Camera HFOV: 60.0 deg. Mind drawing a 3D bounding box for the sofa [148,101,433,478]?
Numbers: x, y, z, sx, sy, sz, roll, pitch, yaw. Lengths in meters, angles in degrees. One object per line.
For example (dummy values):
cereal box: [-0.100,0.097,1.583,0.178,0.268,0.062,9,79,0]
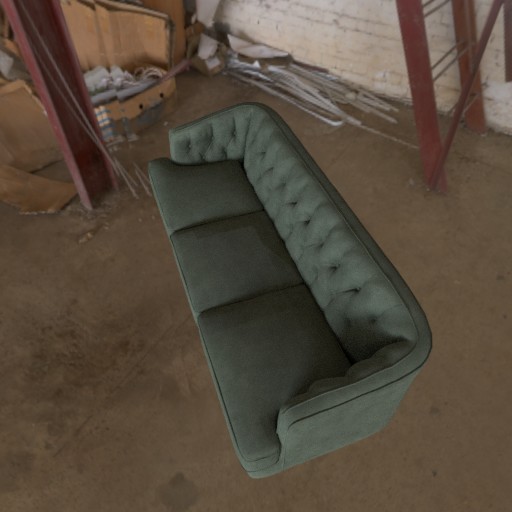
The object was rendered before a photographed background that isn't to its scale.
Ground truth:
sofa: [0.000,0.000,2.693,0.941,0.855,2.278,-15,49,-13]
